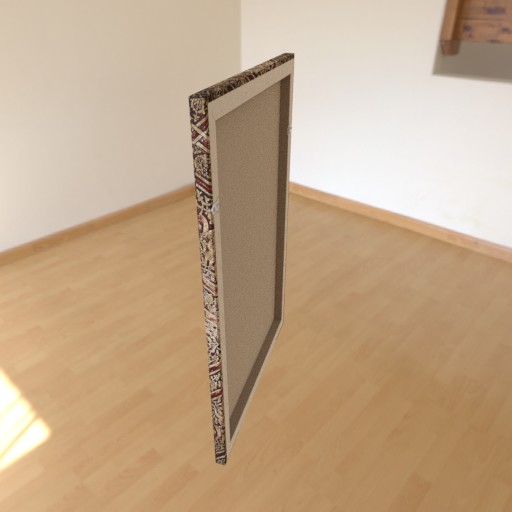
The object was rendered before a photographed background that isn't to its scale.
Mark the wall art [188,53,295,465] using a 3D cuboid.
[{"bbox_3d":[0.000,0.000,0.764,0.020,0.599,0.397,9,32,15],"label":"wall art"}]
